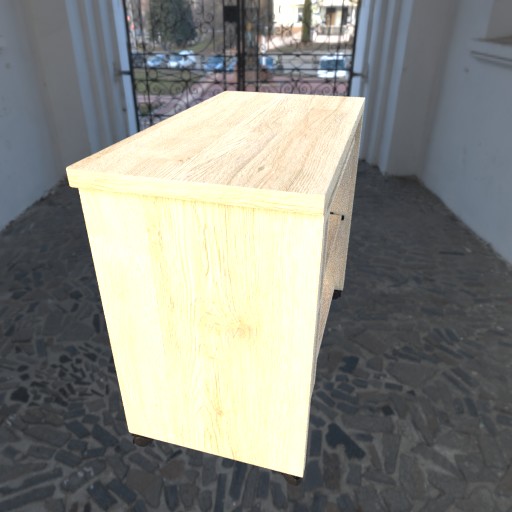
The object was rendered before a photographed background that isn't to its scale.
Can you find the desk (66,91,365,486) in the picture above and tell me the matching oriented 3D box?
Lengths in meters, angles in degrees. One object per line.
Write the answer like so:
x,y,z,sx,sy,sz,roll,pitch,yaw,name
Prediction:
0.000,0.000,1.308,0.480,0.770,0.885,8,30,14,desk
